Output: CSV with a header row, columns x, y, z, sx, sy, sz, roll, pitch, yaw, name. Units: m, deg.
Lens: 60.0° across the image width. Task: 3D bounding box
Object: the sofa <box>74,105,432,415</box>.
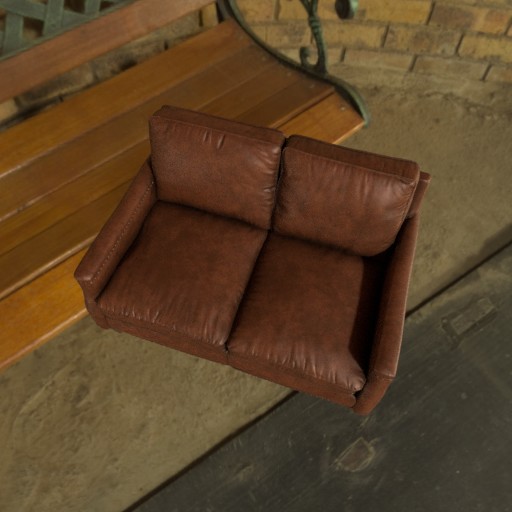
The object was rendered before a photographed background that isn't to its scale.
x,y,z,sx,sy,sz,roll,pitch,yaw,name
0.000,0.000,2.375,1.628,1.003,1.083,16,61,9,sofa
